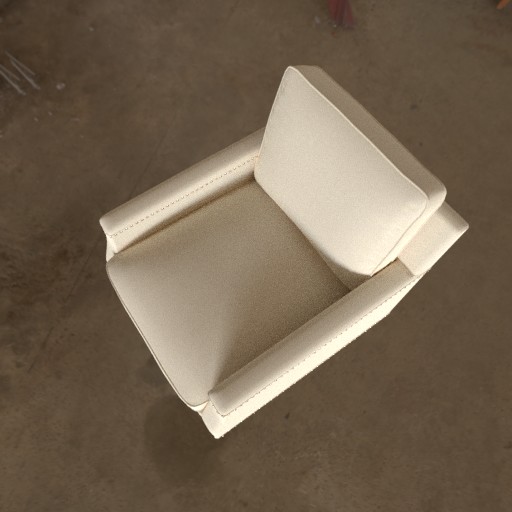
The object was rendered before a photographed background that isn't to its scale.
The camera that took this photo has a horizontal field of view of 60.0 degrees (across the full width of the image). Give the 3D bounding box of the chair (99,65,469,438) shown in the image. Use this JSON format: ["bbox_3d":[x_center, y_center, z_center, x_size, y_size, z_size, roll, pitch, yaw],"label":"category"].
[{"bbox_3d":[0.000,0.000,1.666,1.014,0.943,0.853,-32,68,-14],"label":"chair"}]
